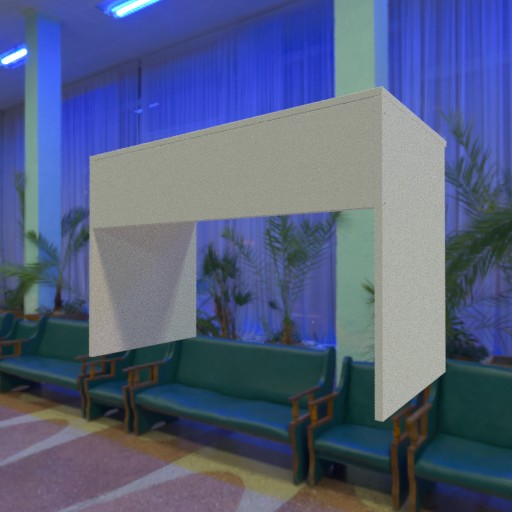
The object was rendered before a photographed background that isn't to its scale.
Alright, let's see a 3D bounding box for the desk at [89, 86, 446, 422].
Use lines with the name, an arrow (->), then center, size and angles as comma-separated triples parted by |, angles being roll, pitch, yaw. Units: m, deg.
desk -> 0.000, 0.000, 1.516 | 1.100, 0.730, 0.560 | 0, -1, 37
